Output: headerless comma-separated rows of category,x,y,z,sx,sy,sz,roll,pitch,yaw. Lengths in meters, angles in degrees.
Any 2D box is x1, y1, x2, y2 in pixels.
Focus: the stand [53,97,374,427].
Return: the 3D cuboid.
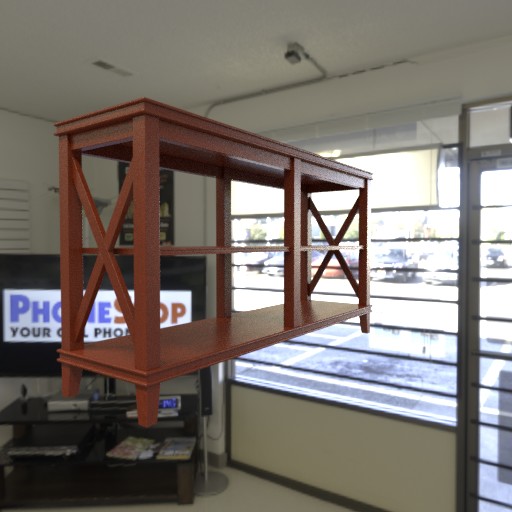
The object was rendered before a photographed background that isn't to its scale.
stand,0.000,0.000,1.675,0.381,0.762,1.372,1,2,36
